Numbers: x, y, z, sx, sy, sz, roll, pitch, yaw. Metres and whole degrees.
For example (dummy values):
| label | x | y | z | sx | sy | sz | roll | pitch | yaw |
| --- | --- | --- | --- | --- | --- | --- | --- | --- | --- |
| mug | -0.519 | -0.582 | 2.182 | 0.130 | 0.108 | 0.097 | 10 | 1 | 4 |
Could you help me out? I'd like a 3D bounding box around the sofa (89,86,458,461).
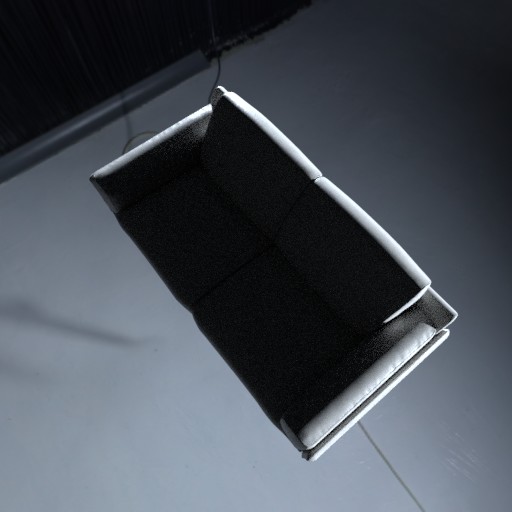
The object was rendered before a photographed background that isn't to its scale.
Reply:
| label | x | y | z | sx | sy | sz | roll | pitch | yaw |
| --- | --- | --- | --- | --- | --- | --- | --- | --- | --- |
| sofa | 0.000 | 0.000 | 2.676 | 1.049 | 0.930 | 2.101 | -36 | 70 | -15 |
